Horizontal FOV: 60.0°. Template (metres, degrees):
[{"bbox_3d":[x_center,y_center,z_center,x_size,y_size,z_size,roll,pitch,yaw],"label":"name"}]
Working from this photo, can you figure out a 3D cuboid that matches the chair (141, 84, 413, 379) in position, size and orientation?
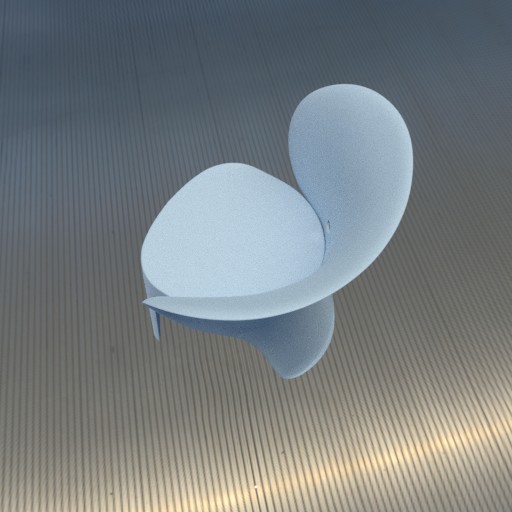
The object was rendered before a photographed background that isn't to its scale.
[{"bbox_3d":[0.000,0.000,0.832,0.402,0.554,0.451,29,66,14],"label":"chair"}]
